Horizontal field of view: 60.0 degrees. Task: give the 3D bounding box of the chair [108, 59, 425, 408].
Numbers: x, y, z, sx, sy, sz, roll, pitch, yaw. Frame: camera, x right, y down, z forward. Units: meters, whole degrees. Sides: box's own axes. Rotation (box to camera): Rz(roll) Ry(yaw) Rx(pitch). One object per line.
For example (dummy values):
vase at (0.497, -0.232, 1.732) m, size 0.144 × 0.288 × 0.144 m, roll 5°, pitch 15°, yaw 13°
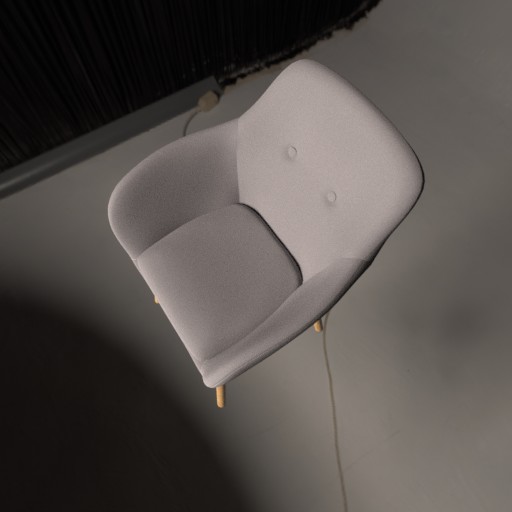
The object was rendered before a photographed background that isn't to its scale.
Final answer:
chair at (0.000, 0.000, 1.225) m, size 0.590 × 0.830 × 0.570 m, roll -31°, pitch 68°, yaw -14°
